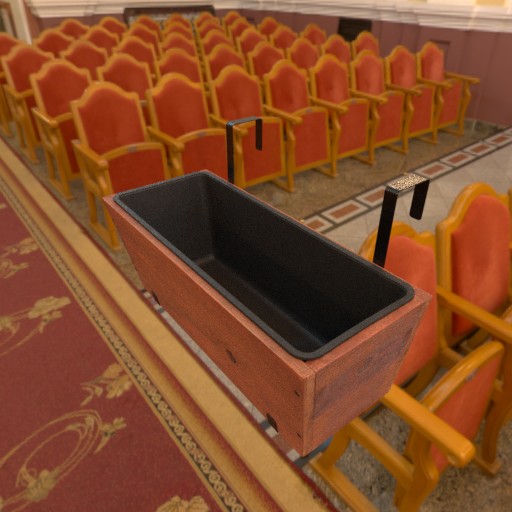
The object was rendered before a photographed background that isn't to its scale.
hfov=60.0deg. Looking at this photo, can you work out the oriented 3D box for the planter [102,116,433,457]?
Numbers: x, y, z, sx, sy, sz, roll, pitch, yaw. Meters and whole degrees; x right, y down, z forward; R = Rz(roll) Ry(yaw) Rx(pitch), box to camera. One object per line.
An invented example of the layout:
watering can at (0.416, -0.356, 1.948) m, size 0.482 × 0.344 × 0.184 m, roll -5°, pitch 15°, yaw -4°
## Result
planter at (0.000, 0.000, 0.649) m, size 0.262 × 0.289 × 0.480 m, roll -23°, pitch 39°, yaw -31°
